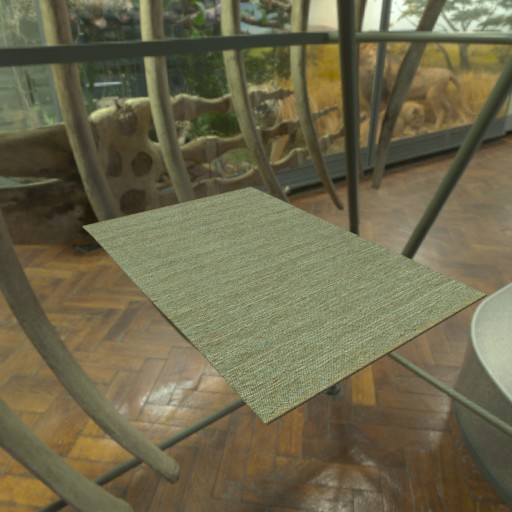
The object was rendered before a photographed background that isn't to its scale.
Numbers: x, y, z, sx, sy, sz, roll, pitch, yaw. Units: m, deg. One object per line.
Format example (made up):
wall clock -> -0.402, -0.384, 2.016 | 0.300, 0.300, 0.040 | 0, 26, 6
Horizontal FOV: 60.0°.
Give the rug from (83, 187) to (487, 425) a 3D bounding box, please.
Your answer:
rug -> 0.000, 0.000, 2.312 | 1.240, 0.010, 1.824 | -19, 33, -31
